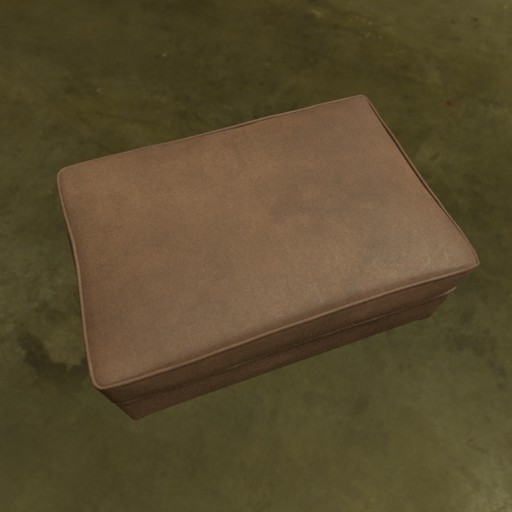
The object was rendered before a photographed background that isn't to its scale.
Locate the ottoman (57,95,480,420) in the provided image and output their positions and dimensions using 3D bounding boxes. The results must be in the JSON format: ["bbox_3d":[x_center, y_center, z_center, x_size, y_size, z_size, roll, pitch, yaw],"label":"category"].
[{"bbox_3d":[0.000,0.000,1.188,0.860,0.481,0.596,-17,61,-10],"label":"ottoman"}]
